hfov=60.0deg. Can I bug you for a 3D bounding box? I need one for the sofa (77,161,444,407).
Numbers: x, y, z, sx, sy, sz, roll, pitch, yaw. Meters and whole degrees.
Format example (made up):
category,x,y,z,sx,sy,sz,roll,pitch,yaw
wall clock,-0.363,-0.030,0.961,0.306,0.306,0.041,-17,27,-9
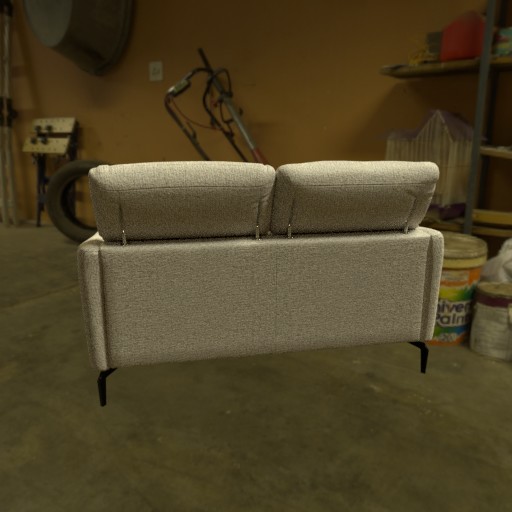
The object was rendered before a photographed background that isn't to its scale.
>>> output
category,x,y,z,sx,sy,sz,roll,pitch,yaw
sofa,0.000,0.000,2.163,1.540,0.950,0.905,-3,15,-10
